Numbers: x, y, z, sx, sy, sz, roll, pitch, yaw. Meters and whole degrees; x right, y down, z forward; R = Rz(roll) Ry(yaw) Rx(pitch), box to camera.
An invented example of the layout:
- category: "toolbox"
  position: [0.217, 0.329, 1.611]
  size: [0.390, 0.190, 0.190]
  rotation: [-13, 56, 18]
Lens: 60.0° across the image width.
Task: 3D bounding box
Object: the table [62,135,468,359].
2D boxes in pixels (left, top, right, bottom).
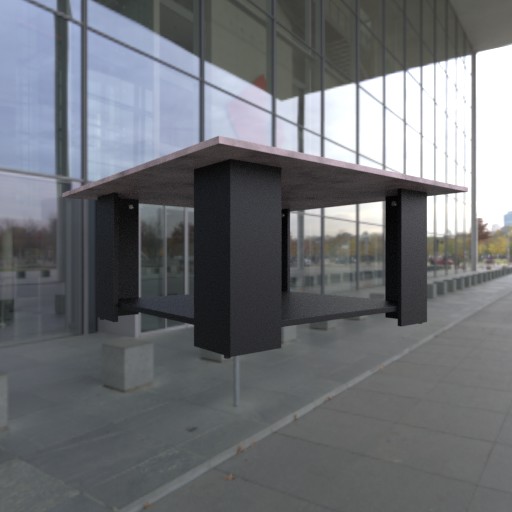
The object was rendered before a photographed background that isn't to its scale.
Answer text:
- category: "table"
  position: [0.000, 0.000, 1.031]
  size: [0.670, 0.305, 0.670]
  rotation: [0, 0, -39]
